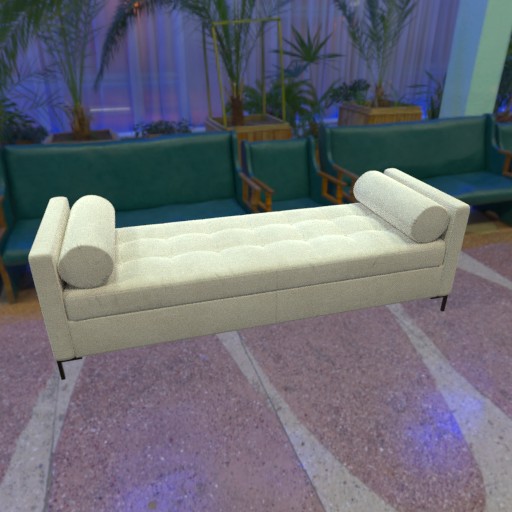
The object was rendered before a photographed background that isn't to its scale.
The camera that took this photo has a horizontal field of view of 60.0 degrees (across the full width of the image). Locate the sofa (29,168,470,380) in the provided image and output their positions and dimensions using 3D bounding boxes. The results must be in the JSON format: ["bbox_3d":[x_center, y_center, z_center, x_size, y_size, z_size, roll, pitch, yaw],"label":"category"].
[{"bbox_3d":[0.000,0.000,2.329,1.981,0.635,0.686,-7,28,-14],"label":"sofa"}]
